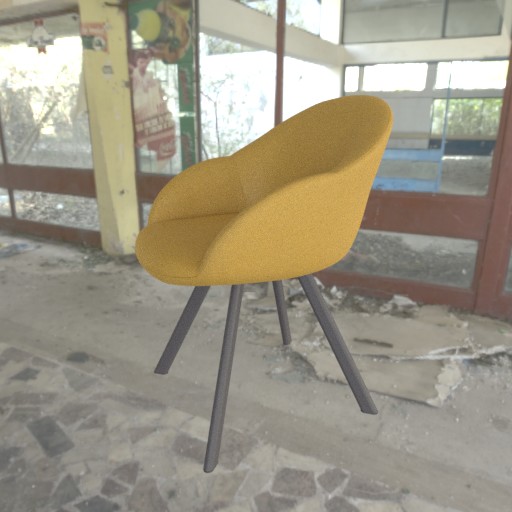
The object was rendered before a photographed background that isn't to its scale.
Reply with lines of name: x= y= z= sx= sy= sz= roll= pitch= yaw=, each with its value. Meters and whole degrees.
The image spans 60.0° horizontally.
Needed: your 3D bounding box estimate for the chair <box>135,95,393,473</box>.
chair: x=0.000 y=0.000 z=1.139 sx=0.583 sy=0.793 sz=0.551 roll=-8 pitch=18 yaw=-25
